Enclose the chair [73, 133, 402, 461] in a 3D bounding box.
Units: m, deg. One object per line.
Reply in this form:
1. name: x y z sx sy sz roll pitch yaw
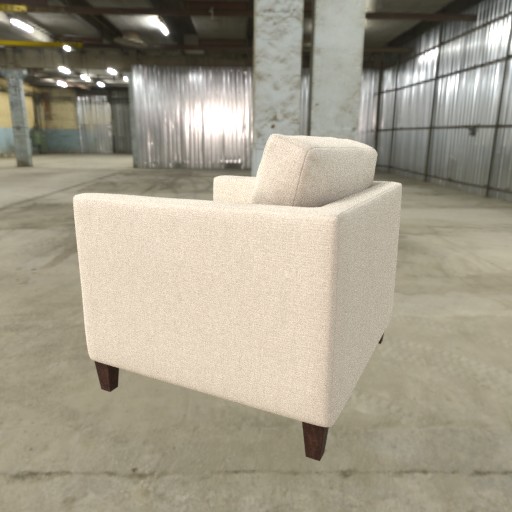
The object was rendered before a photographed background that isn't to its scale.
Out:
1. chair: 0.000 0.000 1.756 0.959 0.919 0.996 7 16 26
